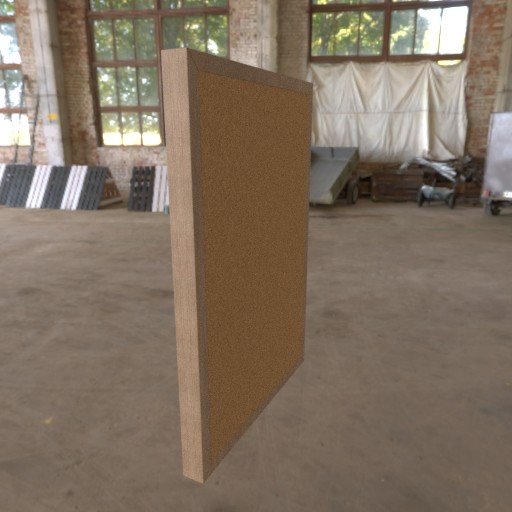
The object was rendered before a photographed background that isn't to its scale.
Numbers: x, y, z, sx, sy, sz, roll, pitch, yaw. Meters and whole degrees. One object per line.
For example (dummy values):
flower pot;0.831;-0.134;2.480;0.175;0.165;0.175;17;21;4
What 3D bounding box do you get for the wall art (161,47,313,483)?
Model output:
wall art;0.000;0.000;0.654;0.031;0.509;0.356;8;17;26
